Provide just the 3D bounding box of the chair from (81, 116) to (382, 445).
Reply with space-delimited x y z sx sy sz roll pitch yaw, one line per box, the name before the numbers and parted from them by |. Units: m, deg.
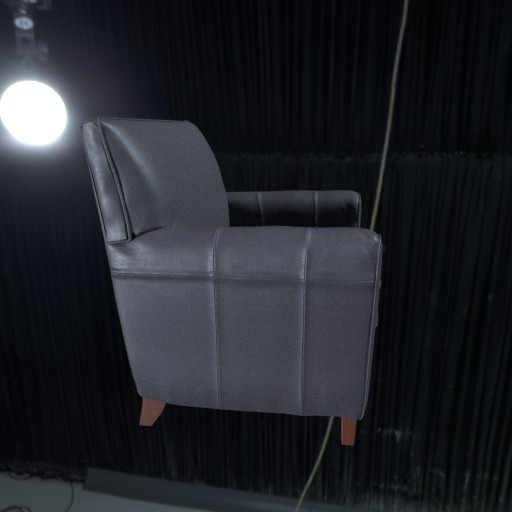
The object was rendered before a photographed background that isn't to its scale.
chair | 0.000 0.000 1.594 0.825 0.943 0.870 2 16 8
